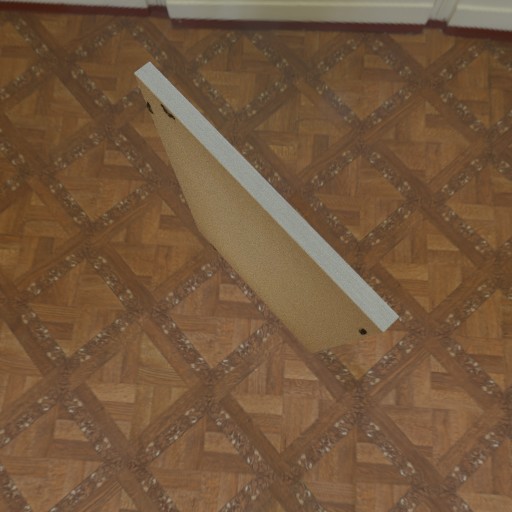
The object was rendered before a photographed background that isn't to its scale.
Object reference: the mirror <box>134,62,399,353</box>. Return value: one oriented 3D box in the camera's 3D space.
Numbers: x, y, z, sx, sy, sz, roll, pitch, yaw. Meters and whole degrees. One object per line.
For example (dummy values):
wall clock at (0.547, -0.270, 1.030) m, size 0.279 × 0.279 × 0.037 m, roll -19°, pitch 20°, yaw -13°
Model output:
mirror at (0.000, 0.000, 1.171) m, size 0.040 × 0.915 × 0.609 m, roll -41°, pitch 79°, yaw -10°
